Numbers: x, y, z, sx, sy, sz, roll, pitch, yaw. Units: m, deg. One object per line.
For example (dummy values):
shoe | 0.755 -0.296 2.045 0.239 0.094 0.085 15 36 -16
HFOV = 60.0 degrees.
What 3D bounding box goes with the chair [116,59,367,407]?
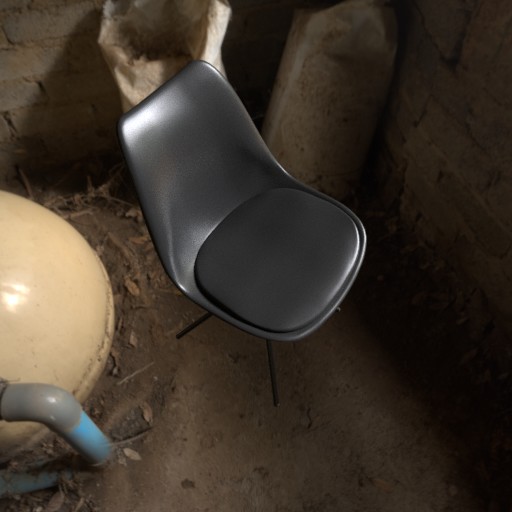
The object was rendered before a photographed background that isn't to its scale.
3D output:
chair | 0.000 0.000 1.196 0.525 0.850 0.461 30 62 18
